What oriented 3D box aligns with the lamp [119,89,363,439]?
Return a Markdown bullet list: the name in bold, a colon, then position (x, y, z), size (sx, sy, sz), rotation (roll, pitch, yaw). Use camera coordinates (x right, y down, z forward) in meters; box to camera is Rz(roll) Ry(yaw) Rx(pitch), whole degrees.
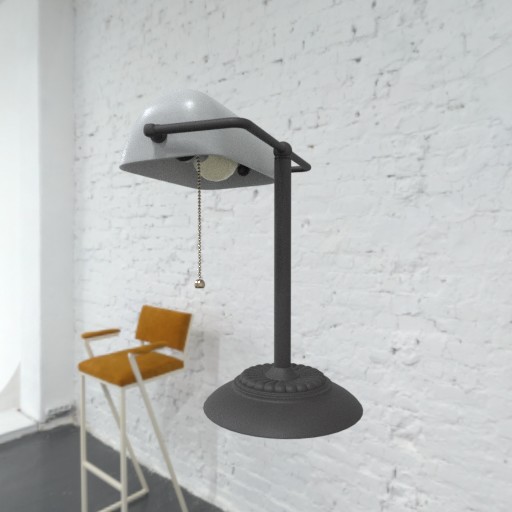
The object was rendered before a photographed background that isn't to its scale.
- **lamp**: position (0.000, 0.000, 0.511), size (0.243, 0.339, 0.264), rotation (1, 2, 20)
